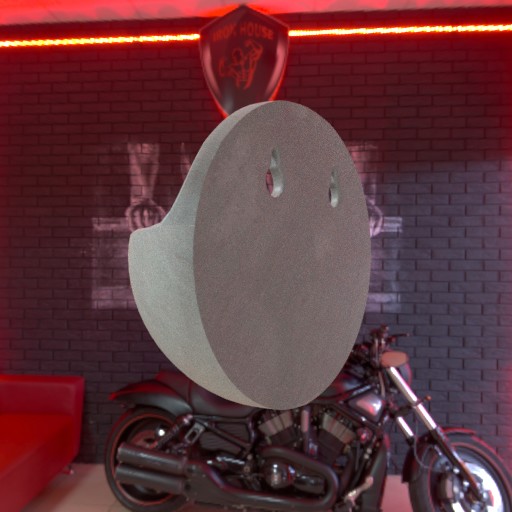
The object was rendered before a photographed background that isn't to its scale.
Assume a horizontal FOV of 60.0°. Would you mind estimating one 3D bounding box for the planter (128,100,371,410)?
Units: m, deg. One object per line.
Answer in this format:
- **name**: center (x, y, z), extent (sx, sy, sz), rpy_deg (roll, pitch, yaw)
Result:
- **planter**: center (0.000, 0.000, 0.266), extent (0.073, 0.164, 0.190), rpy_deg (0, 1, 37)
